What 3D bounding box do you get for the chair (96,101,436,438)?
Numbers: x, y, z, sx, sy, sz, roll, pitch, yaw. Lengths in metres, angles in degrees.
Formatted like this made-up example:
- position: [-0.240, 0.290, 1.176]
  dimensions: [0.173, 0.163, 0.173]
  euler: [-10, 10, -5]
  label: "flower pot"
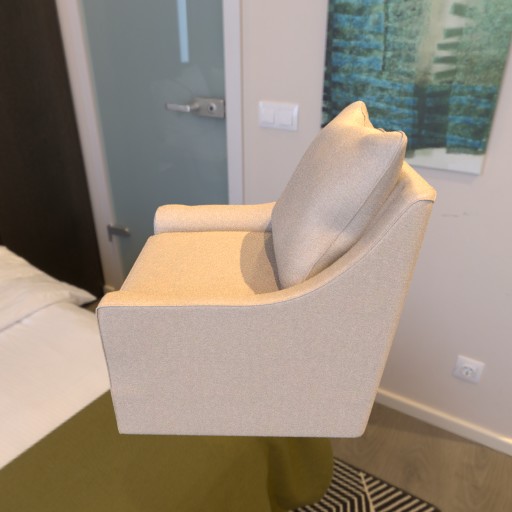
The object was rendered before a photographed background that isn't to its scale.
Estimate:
- position: [0.000, 0.000, 1.518]
  dimensions: [0.876, 0.942, 0.760]
  euler: [1, 27, 1]
  label: "chair"
